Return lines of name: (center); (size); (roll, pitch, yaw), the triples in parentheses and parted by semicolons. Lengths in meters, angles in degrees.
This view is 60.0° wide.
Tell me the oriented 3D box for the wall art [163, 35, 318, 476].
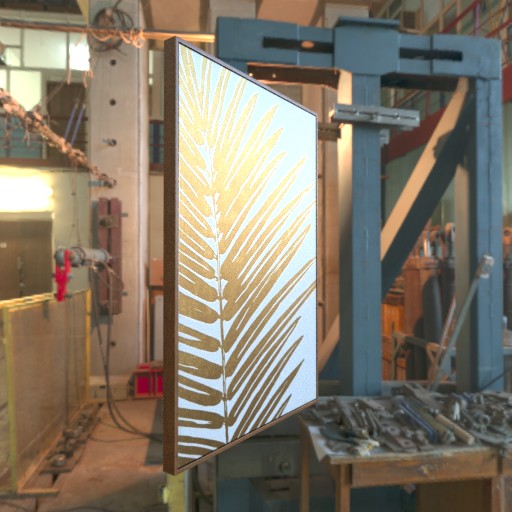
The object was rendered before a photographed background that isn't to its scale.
wall art: (0.000, 0.000, 1.174); (0.037, 0.914, 0.610); (-1, -1, 37)
